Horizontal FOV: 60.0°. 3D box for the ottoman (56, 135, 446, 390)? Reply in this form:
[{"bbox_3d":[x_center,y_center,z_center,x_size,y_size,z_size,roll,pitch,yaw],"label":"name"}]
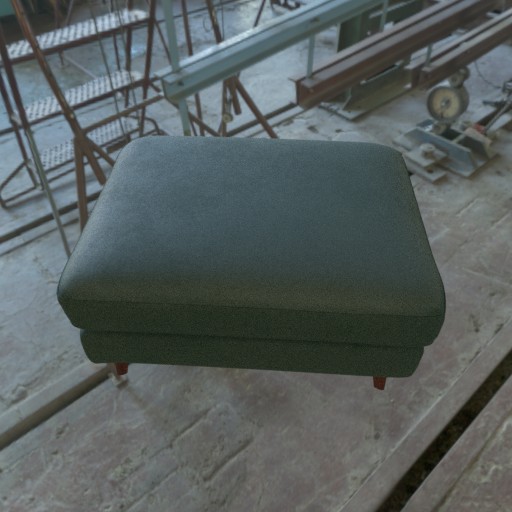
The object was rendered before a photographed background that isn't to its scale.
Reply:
[{"bbox_3d":[0.000,0.000,1.181,0.811,0.449,0.608,3,47,2],"label":"ottoman"}]
